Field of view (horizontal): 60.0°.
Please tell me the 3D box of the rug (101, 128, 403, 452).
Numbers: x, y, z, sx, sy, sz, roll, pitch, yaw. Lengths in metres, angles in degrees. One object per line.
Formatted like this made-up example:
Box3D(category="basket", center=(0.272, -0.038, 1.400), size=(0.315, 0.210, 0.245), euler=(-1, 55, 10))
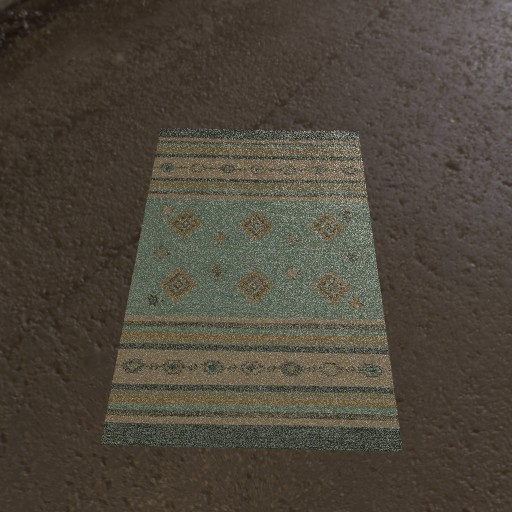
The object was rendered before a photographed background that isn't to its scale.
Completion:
Box3D(category="rug", center=(0.000, 0.000, 2.252), size=(1.212, 0.010, 1.811), euler=(1, 59, 1))
